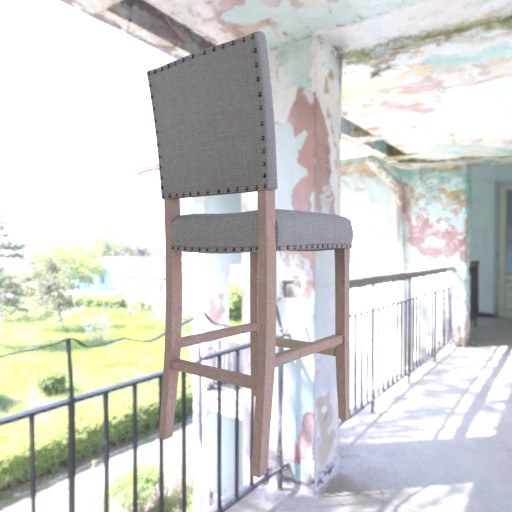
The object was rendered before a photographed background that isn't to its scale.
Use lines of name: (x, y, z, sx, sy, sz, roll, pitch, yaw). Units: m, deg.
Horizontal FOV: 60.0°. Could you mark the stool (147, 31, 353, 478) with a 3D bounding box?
stool: (0.000, 0.000, 1.486, 0.445, 1.173, 0.585, 1, 2, 37)
